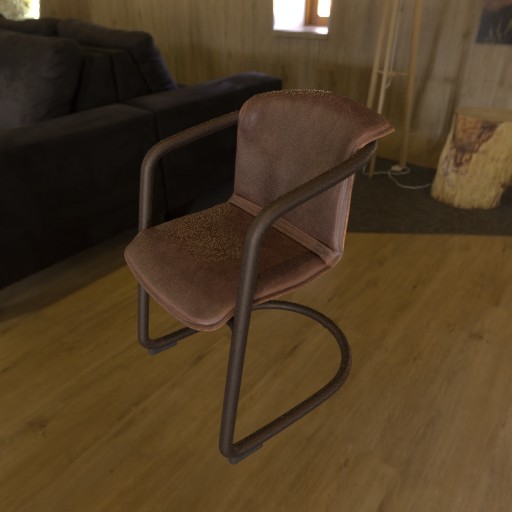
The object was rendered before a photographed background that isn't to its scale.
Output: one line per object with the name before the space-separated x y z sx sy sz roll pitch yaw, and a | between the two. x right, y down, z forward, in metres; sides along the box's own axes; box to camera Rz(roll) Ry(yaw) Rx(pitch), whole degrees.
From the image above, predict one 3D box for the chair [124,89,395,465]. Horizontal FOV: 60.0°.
chair | 0.000 0.000 1.261 0.664 0.836 0.536 -21 37 -30
